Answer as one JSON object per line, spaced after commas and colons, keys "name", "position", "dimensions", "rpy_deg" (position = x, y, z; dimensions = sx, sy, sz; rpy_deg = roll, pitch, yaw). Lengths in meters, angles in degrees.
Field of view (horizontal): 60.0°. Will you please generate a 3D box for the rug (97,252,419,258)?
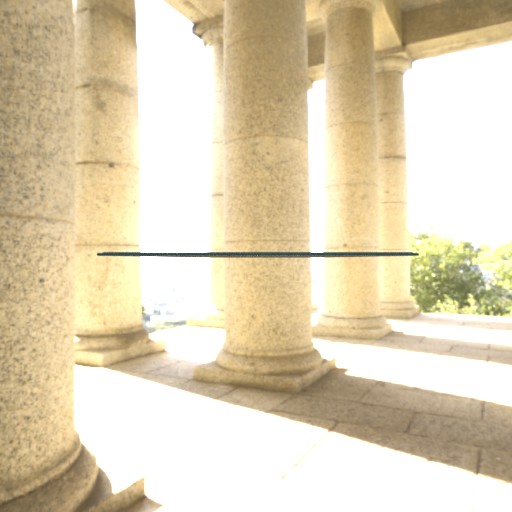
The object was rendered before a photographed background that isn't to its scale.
{"name": "rug", "position": [0.000, 0.000, 1.437], "dimensions": [0.604, 0.007, 1.219], "rpy_deg": [0, 0, 0]}
